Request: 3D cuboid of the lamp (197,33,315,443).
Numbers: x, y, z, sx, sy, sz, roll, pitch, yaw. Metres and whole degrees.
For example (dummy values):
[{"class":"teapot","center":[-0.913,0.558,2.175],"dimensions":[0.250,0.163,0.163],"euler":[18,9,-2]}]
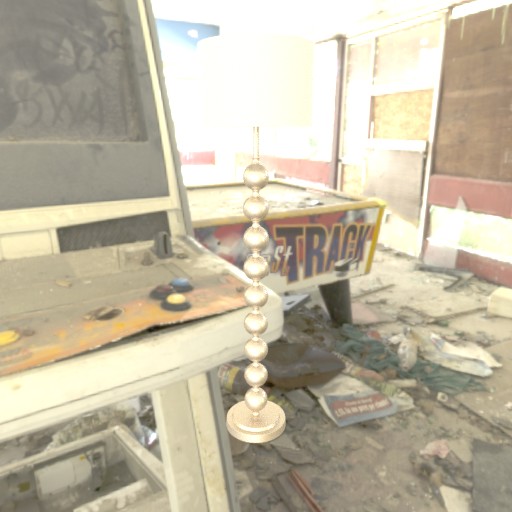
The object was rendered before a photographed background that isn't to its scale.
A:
[{"class":"lamp","center":[0.000,0.000,1.680],"dimensions":[0.394,1.474,0.394],"euler":[-2,16,-7]}]
